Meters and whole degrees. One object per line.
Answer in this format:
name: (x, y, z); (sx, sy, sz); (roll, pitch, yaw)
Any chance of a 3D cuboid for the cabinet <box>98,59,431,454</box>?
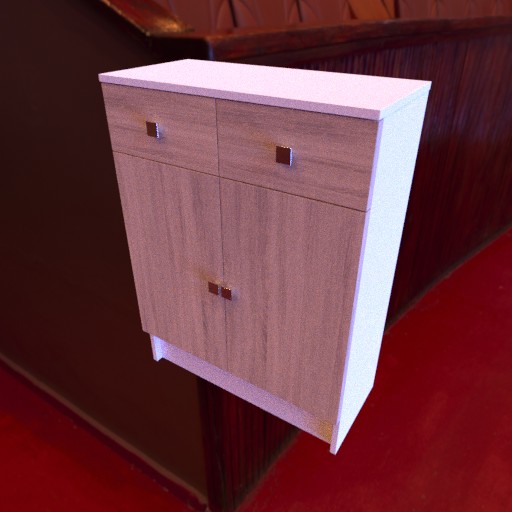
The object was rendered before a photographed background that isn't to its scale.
cabinet: (0.000, 0.000, 1.081); (0.600, 0.815, 0.296); (18, 35, 28)
